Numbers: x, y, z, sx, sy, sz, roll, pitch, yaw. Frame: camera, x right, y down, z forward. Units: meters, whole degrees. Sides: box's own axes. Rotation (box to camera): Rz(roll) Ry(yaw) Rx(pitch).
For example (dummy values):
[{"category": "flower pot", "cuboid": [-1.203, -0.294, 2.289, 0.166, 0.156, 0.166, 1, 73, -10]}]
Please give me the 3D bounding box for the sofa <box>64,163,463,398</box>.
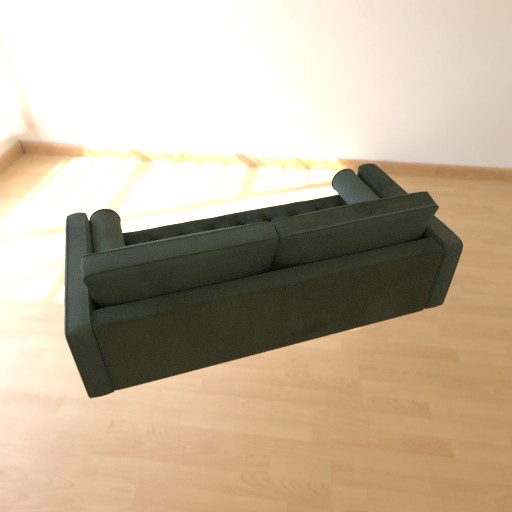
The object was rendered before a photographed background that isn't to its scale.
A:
[{"category": "sofa", "cuboid": [0.000, 0.000, 2.375, 1.880, 0.772, 0.916, -12, 41, -14]}]
